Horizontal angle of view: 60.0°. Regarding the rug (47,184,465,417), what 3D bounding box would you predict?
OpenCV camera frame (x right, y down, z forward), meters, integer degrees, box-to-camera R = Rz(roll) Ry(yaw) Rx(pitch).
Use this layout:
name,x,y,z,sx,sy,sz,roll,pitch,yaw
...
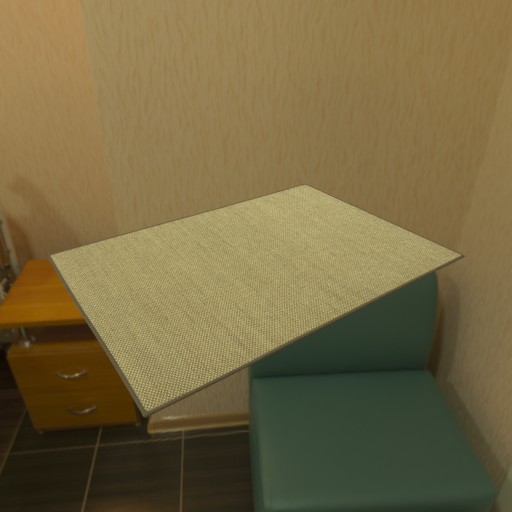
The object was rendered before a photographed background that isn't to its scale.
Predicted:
name,x,y,z,sx,sy,sz,roll,pitch,yaw
rug,0.000,0.000,2.764,2.133,0.012,1.523,-20,36,-30
